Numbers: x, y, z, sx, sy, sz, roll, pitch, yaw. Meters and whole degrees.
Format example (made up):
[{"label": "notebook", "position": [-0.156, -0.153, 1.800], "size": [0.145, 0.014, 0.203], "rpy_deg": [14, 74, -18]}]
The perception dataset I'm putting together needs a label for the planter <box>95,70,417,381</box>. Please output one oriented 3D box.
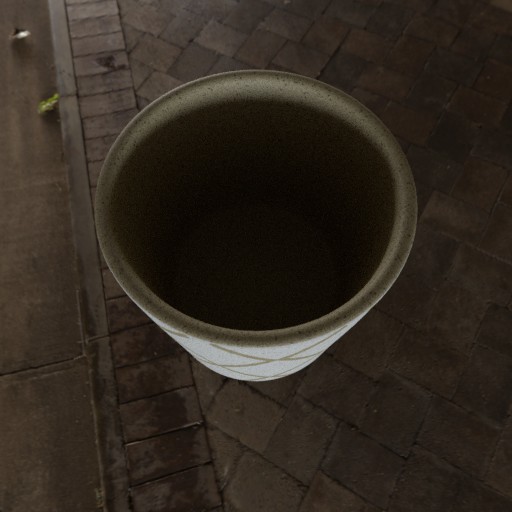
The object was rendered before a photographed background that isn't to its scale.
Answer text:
[{"label": "planter", "position": [0.000, 0.000, 0.353], "size": [0.191, 0.199, 0.191], "rpy_deg": [0, 66, 0]}]
